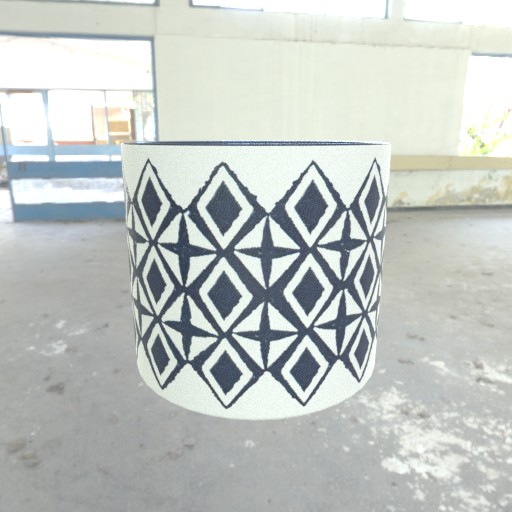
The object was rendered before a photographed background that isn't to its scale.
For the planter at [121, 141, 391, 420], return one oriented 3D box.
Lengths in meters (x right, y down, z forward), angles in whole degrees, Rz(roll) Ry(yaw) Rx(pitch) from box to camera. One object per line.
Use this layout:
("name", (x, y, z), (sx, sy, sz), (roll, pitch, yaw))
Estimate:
("planter", (0.000, 0.000, 0.407), (0.224, 0.203, 0.224), (0, 15, 0))
